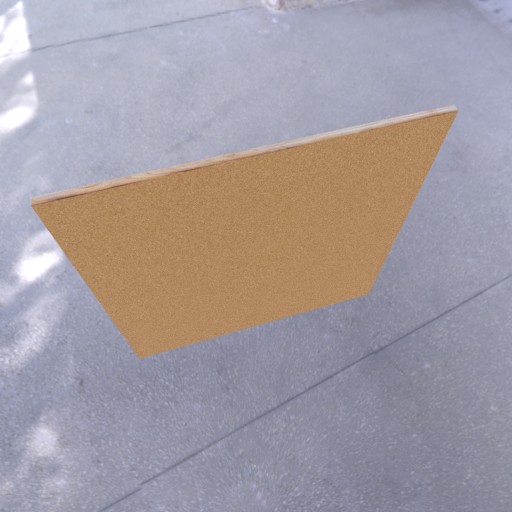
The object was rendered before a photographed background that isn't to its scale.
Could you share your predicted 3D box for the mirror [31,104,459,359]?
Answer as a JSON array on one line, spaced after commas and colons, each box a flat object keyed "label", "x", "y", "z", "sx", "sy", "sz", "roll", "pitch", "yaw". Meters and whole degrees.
[{"label": "mirror", "x": 0.000, "y": 0.000, "z": 1.160, "sx": 0.804, "sy": 0.804, "sz": 0.061, "roll": -14, "pitch": 60, "yaw": -9}]
